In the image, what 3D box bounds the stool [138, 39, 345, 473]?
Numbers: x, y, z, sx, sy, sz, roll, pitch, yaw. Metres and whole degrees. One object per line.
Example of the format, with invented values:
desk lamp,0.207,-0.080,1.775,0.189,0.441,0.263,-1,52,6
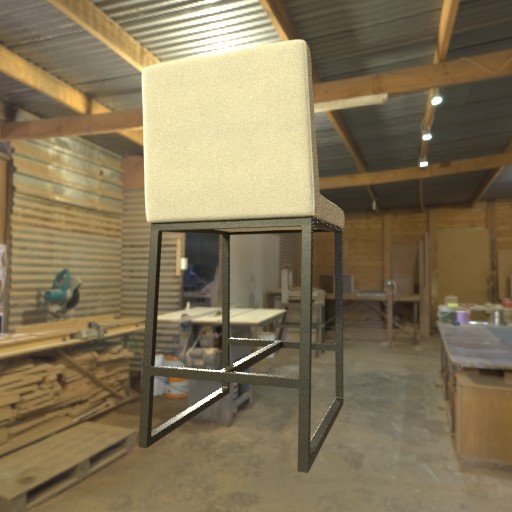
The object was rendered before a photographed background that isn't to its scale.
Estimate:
stool,0.000,0.000,1.313,0.459,0.971,0.567,-1,-2,19
